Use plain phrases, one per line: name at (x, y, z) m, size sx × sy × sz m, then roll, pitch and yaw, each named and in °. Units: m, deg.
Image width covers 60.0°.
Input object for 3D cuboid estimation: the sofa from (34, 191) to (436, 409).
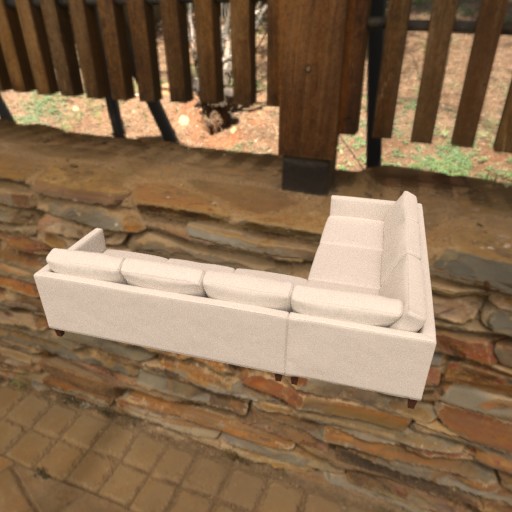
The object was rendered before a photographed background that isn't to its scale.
sofa at (0.000, 0.000, 4.431) m, size 3.182 × 0.863 × 2.432 m, roll 8°, pitch 31°, yaw 13°
